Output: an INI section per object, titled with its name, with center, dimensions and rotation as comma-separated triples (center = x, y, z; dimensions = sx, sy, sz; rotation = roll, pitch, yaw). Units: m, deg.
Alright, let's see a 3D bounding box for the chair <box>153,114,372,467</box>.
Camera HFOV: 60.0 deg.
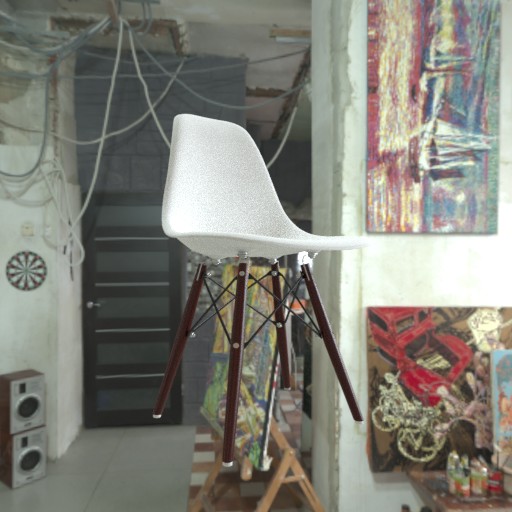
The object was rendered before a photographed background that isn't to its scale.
[chair]
center = 0.000, 0.000, 1.129
dimensions = 0.470, 0.826, 0.533
rotation = 0, 0, -35
